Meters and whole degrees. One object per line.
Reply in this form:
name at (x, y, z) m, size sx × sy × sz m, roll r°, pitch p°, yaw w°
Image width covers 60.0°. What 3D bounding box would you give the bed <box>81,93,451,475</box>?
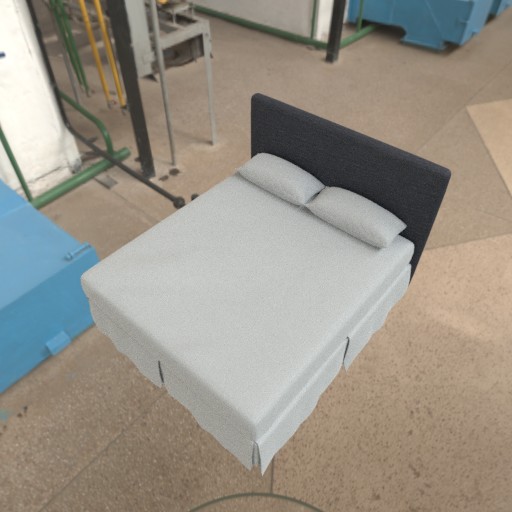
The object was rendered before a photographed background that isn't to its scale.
bed at (0.000, 0.000, 3.411) m, size 1.884 × 1.330 × 2.142 m, roll 32°, pitch 54°, yaw 27°
